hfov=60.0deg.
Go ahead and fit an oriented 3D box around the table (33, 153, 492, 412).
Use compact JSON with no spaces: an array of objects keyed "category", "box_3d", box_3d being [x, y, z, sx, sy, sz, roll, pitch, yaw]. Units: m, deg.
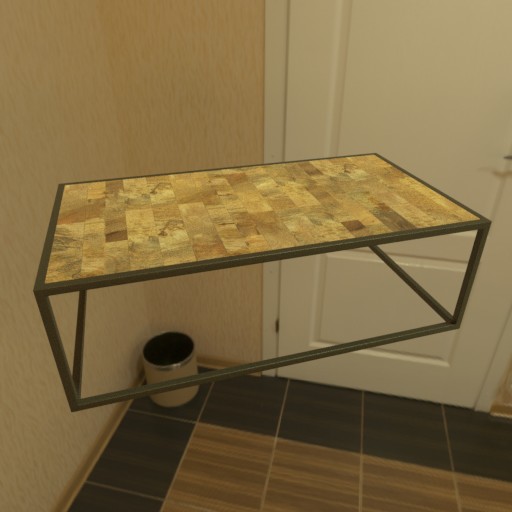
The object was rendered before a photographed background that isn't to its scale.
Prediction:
[{"category":"table","box_3d":[0.000,0.000,1.474,1.199,0.398,0.649,-9,32,-14]}]
